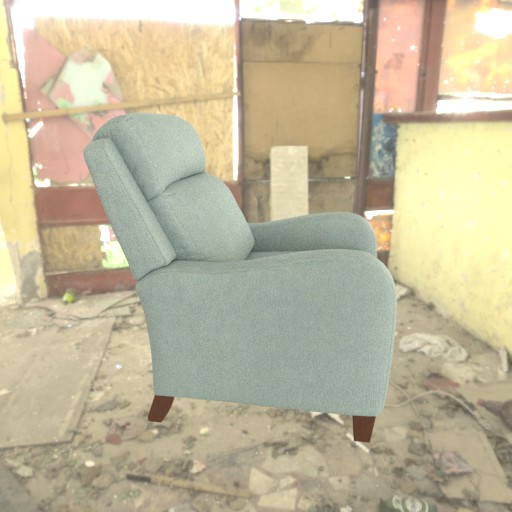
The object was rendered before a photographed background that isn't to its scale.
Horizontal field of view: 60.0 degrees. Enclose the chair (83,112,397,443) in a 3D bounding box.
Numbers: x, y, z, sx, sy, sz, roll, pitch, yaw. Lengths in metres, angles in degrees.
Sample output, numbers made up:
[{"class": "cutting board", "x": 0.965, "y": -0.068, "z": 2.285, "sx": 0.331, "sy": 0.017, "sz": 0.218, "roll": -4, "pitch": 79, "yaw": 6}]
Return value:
[{"class": "chair", "x": 0.000, "y": 0.000, "z": 1.741, "sx": 0.988, "sy": 1.067, "sz": 0.785, "roll": 3, "pitch": 16, "yaw": 9}]
